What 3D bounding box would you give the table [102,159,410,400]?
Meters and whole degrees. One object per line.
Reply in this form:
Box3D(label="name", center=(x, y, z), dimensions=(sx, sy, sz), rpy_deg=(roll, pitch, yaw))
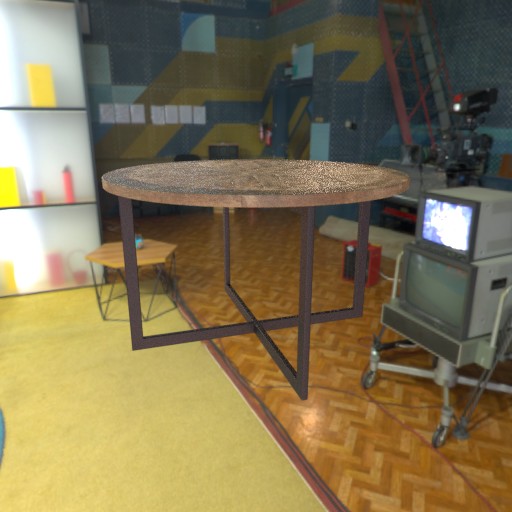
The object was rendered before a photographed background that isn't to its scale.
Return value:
Box3D(label="table", center=(0.000, 0.000, 2.024), dimensions=(1.264, 0.762, 1.264), rpy_deg=(0, 17, 0))
